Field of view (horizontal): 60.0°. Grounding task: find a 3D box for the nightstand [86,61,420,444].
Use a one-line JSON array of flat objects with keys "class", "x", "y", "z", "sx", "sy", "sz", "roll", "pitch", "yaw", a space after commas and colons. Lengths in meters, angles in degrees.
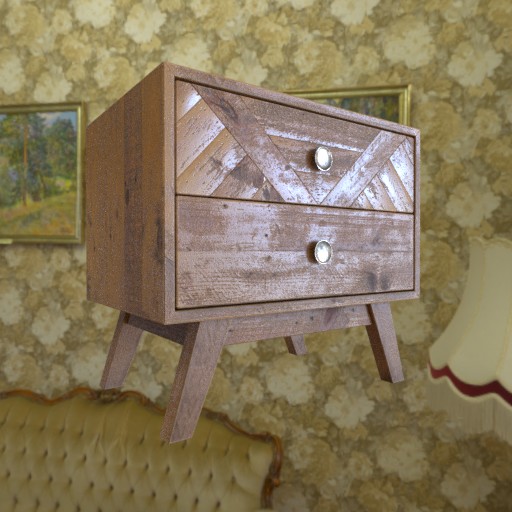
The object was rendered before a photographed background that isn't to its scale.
[{"class": "nightstand", "x": 0.000, "y": 0.000, "z": 1.036, "sx": 0.650, "sy": 0.599, "sz": 0.450, "roll": 0, "pitch": 1, "yaw": -35}]
